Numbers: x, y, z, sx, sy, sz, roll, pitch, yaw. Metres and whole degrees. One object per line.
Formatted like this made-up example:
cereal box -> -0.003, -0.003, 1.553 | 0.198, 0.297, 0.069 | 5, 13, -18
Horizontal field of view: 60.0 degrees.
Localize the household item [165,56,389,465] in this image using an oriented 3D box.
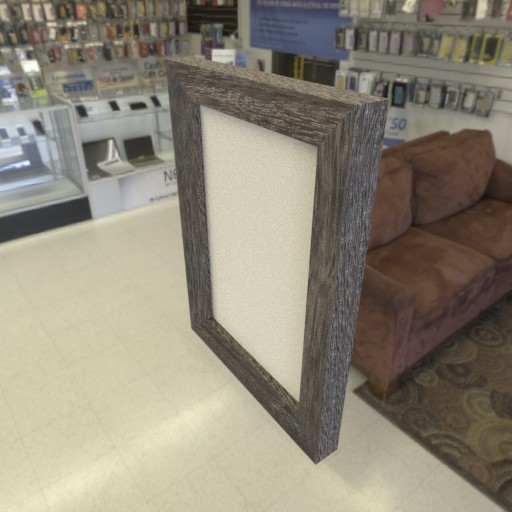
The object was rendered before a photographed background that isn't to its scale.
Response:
household item -> 0.000, 0.000, 0.234 | 0.020, 0.180, 0.133 | -20, 36, -30
